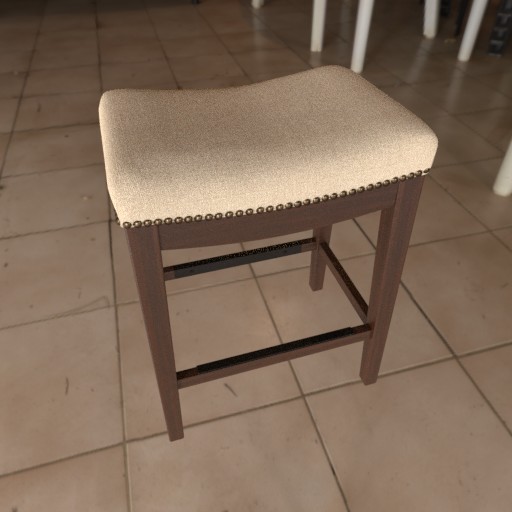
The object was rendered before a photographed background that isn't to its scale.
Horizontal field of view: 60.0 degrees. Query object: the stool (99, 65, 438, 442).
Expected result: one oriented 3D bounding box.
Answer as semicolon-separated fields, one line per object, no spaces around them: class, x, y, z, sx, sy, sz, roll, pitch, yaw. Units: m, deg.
stool;0.000;0.000;0.943;0.509;0.669;0.363;-12;43;-13
